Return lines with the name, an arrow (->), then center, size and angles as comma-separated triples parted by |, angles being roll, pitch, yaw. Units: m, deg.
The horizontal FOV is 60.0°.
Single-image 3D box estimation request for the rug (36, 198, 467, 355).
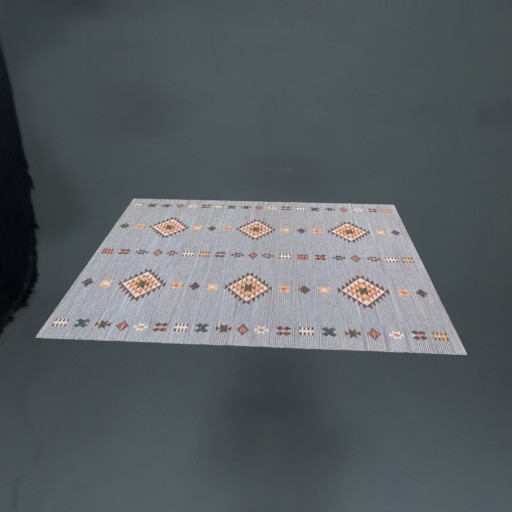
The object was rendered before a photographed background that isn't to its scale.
rug -> 0.000, 0.000, 4.139 | 3.035, 0.008, 2.425 | 2, 32, 3
